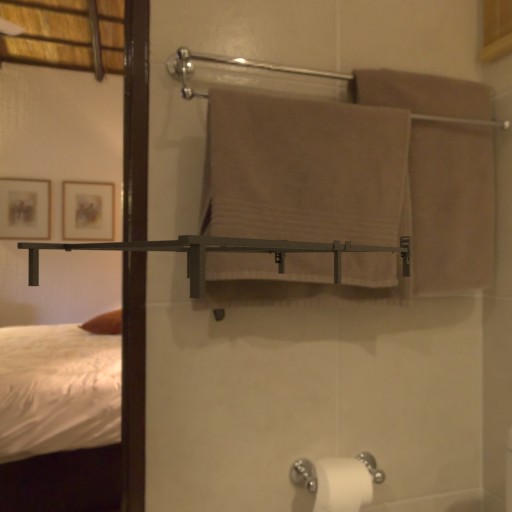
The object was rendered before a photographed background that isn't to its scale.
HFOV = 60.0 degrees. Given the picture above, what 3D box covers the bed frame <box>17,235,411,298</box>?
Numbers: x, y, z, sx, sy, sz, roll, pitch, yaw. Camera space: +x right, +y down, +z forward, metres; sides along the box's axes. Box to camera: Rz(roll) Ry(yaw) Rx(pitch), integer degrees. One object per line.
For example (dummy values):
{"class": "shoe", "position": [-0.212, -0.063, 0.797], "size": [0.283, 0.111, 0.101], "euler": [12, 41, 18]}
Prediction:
{"class": "bed frame", "position": [0.000, 0.000, 2.237], "size": [0.968, 0.248, 1.897], "euler": [0, 0, 37]}
